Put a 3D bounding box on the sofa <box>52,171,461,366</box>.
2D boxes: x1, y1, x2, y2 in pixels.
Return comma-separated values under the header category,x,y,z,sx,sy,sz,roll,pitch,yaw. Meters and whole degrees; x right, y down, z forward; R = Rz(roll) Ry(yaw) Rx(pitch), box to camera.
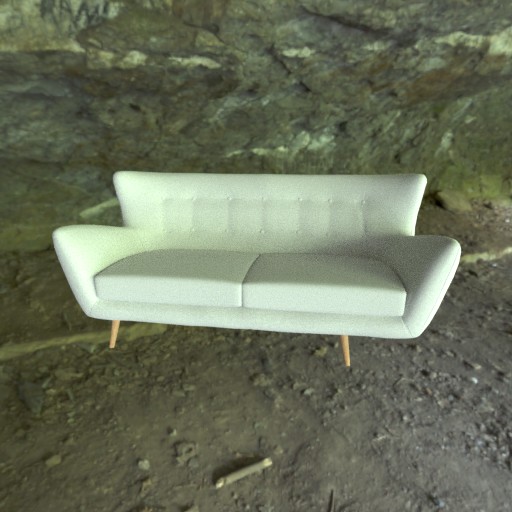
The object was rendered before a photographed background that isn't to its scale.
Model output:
category,x,y,z,sx,sy,sz,roll,pitch,yaw
sofa,0.000,0.000,2.467,1.930,0.890,0.899,2,14,9
